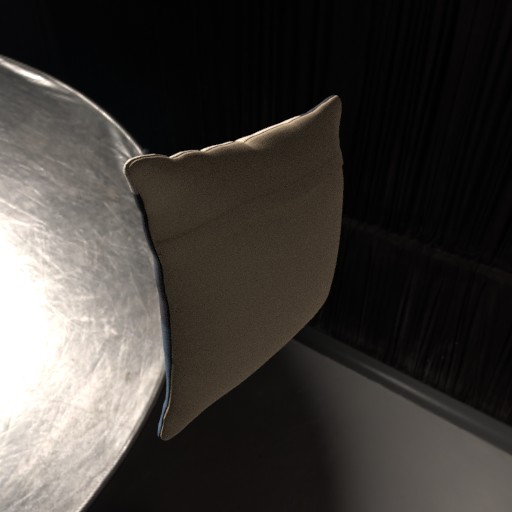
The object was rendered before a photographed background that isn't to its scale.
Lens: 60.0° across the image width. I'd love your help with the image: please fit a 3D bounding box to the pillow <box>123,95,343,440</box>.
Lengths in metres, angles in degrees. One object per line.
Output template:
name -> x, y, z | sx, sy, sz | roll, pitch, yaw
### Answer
pillow -> 0.000, 0.000, 0.819 | 0.229, 0.506, 0.536 | 23, 39, 32
